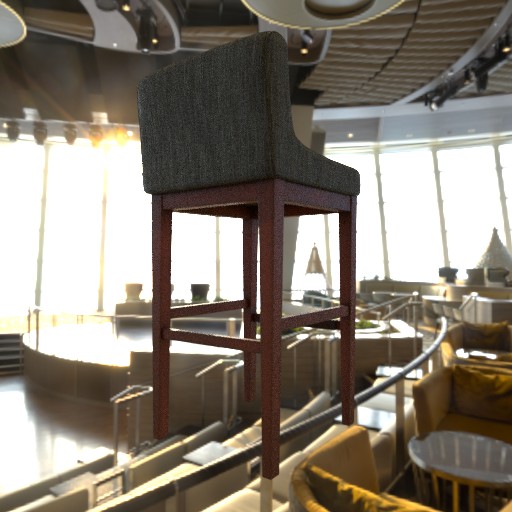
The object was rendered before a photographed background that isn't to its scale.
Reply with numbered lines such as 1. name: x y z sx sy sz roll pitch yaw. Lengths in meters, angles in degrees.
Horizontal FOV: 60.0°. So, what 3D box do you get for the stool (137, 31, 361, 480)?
1. stool: 0.000 0.000 1.226 0.426 0.965 0.499 -1 -1 37
